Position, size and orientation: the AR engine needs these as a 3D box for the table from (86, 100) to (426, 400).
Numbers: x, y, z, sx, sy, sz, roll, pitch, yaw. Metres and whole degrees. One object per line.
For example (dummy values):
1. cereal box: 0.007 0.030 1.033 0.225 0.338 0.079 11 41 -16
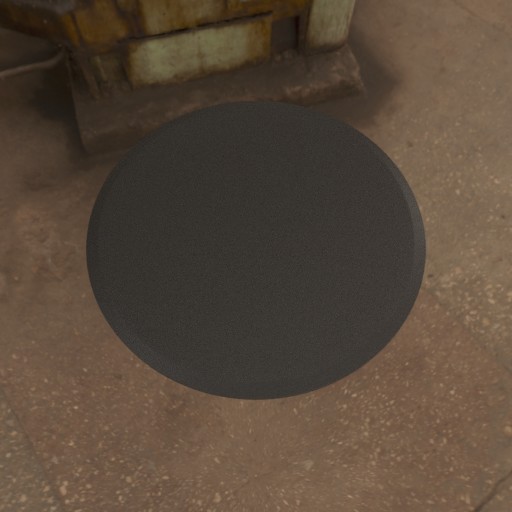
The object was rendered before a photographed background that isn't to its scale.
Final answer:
1. table: 0.000 0.000 1.360 0.900 0.400 0.900 0 64 0
